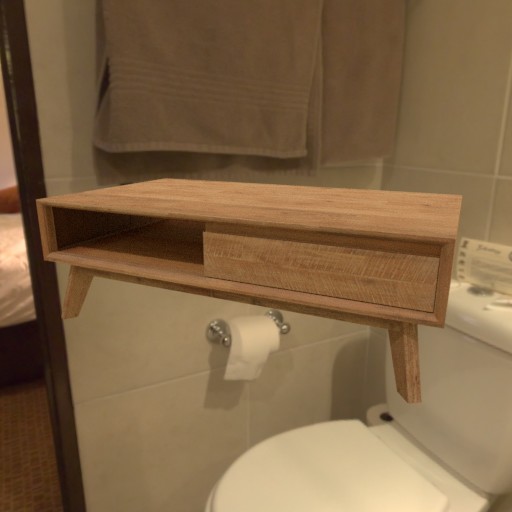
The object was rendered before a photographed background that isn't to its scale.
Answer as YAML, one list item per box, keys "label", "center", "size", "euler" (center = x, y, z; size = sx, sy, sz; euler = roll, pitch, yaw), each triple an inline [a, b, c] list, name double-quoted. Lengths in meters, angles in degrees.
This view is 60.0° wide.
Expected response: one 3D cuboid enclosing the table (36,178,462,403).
- label: "table"
  center: [0.000, 0.000, 1.998]
  size: [1.619, 0.531, 0.918]
  euler: [7, 18, 24]
